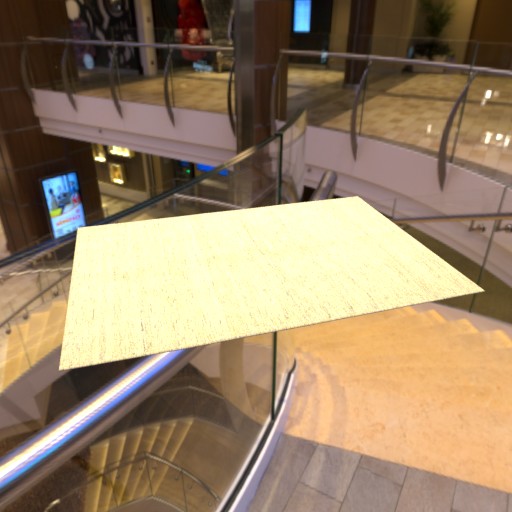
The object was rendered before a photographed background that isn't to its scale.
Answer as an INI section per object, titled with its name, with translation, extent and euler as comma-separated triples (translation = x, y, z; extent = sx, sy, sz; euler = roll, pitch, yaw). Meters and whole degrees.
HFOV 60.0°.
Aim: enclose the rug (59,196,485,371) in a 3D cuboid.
[rug]
translation = 0.000, 0.000, 2.352
extent = 1.850, 0.015, 1.250
euler = -8, 30, -14
